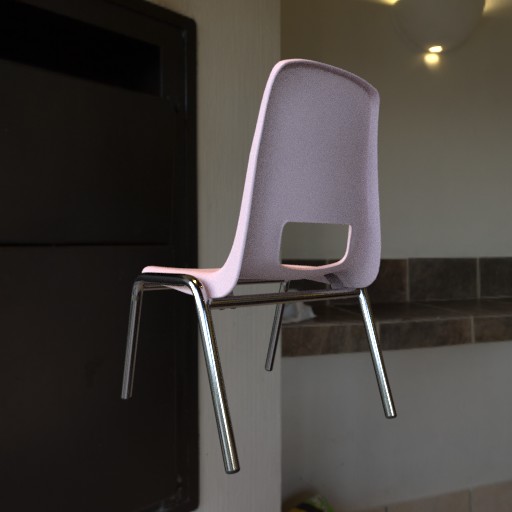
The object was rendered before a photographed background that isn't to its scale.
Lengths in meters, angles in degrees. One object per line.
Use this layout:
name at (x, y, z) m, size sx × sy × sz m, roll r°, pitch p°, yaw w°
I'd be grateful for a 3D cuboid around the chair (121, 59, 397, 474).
chair at (0.000, 0.000, 0.773) m, size 0.354 × 0.536 × 0.385 m, roll -1°, pitch 1°, yaw -36°
